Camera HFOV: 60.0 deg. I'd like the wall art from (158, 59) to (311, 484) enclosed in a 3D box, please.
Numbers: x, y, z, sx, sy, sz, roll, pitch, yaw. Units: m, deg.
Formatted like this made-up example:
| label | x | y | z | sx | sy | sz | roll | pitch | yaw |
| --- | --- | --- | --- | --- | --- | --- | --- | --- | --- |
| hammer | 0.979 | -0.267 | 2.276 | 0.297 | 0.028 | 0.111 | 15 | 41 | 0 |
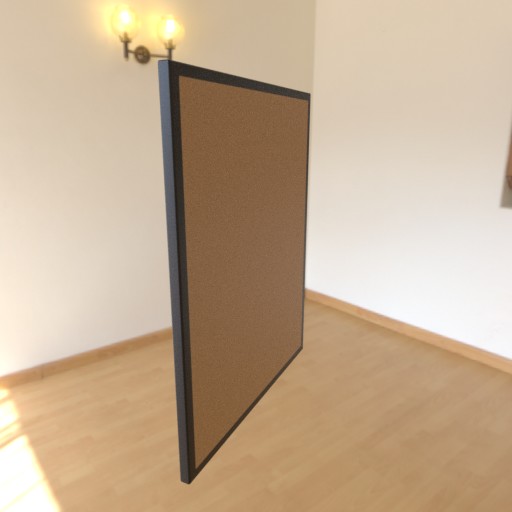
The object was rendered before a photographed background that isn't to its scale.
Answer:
| label | x | y | z | sx | sy | sz | roll | pitch | yaw |
| --- | --- | --- | --- | --- | --- | --- | --- | --- | --- |
| wall art | 0.000 | 0.000 | 0.790 | 0.018 | 0.582 | 0.481 | 7 | 17 | 25 |
